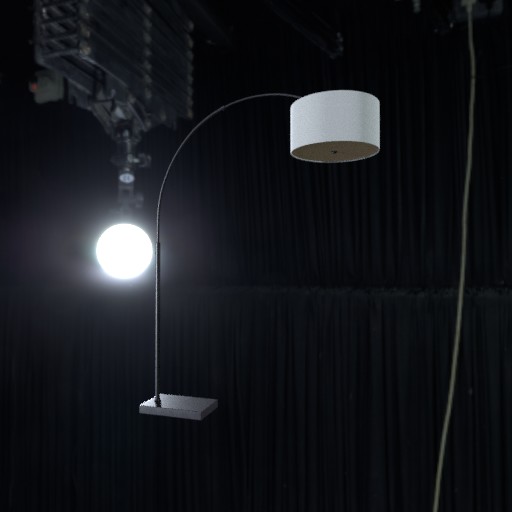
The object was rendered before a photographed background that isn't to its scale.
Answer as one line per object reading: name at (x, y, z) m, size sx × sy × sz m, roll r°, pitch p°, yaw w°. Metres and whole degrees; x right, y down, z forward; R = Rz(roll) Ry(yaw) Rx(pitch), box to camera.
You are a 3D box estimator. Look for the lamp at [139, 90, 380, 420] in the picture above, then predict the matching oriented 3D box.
lamp at (0.000, 0.000, 2.640) m, size 1.424 × 1.927 × 0.493 m, roll 0°, pitch -1°, yaw 18°
